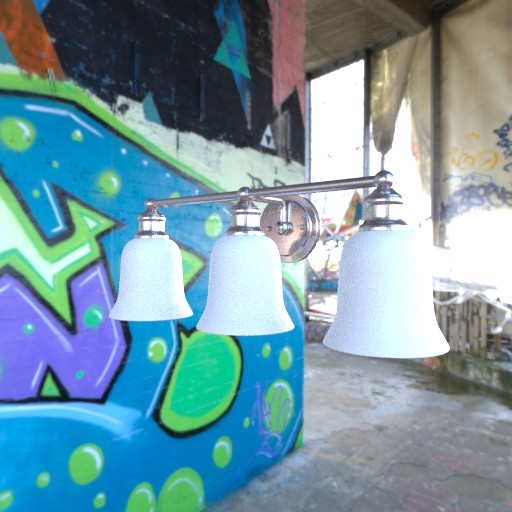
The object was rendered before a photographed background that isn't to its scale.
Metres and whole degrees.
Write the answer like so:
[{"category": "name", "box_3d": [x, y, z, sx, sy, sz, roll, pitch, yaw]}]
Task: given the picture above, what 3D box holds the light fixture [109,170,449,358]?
[{"category": "light fixture", "box_3d": [0.000, 0.000, 0.681, 0.570, 0.211, 0.198, 0, 0, 37]}]
